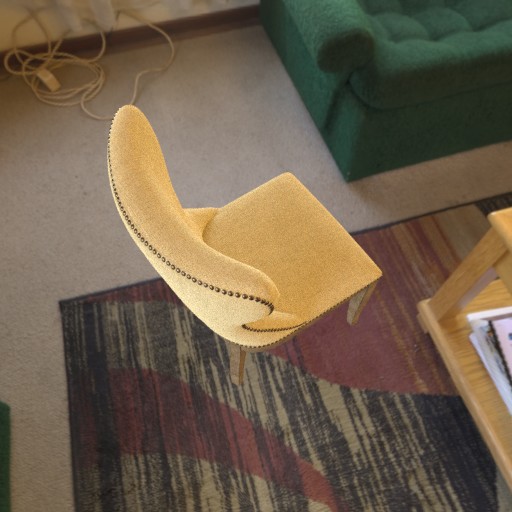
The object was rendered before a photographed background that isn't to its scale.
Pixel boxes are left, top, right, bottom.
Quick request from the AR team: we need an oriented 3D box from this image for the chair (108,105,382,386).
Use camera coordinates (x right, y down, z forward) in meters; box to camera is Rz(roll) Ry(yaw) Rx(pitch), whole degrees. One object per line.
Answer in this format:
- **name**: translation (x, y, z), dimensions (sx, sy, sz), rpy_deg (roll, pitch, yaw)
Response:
- **chair**: translation (0.000, 0.000, 1.459), dimensions (0.681, 1.002, 0.654), rpy_deg (-30, 64, -16)
